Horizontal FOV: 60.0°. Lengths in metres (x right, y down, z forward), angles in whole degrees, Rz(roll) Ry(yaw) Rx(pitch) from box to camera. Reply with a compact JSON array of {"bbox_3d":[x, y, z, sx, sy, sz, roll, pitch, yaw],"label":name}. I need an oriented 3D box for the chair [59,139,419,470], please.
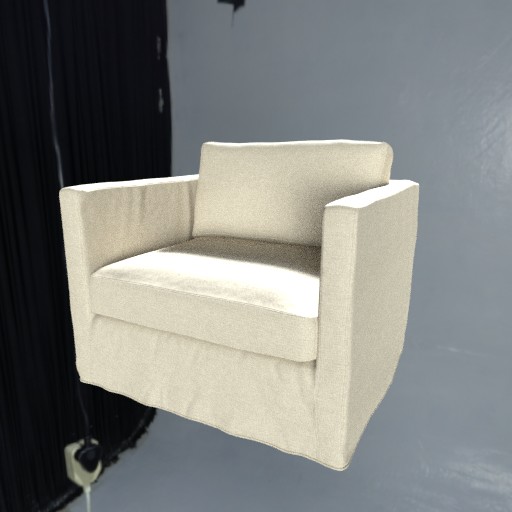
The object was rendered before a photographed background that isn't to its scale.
[{"bbox_3d":[0.000,0.000,1.703,1.057,0.867,0.949,7,16,27],"label":"chair"}]
